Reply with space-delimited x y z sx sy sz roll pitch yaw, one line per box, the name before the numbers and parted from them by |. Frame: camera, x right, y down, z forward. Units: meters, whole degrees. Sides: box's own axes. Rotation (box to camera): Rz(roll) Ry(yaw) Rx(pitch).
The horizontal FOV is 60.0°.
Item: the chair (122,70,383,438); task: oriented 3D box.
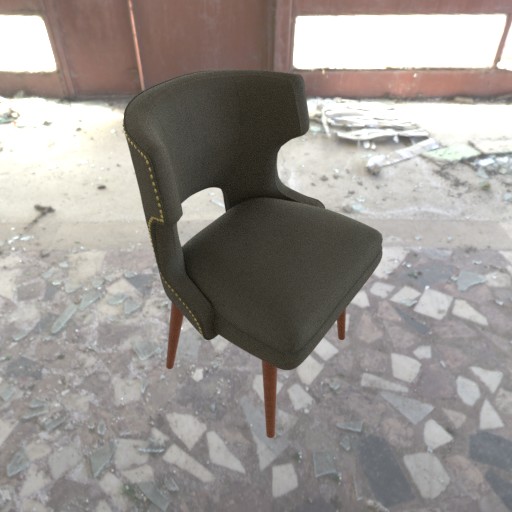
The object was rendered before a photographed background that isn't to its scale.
chair | 0.000 0.000 1.251 0.581 0.863 0.595 25 47 26
